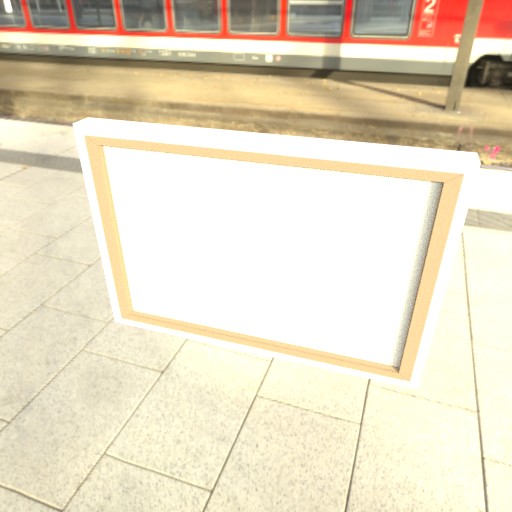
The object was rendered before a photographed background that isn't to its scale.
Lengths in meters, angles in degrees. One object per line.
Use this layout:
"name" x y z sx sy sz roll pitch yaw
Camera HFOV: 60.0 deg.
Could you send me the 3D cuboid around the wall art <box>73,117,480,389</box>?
"wall art" 0.000 0.000 0.763 0.608 0.414 0.042 9 33 15
